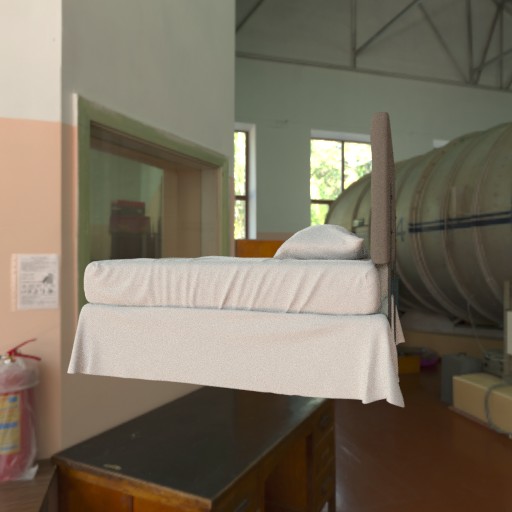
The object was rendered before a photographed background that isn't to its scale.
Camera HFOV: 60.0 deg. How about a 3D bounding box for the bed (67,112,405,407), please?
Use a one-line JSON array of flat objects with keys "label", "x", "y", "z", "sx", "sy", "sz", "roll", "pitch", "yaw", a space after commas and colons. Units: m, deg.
[{"label": "bed", "x": 0.000, "y": 0.000, "z": 3.482, "sx": 2.222, "sy": 1.577, "sz": 1.936, "roll": 0, "pitch": 0, "yaw": 18}]
